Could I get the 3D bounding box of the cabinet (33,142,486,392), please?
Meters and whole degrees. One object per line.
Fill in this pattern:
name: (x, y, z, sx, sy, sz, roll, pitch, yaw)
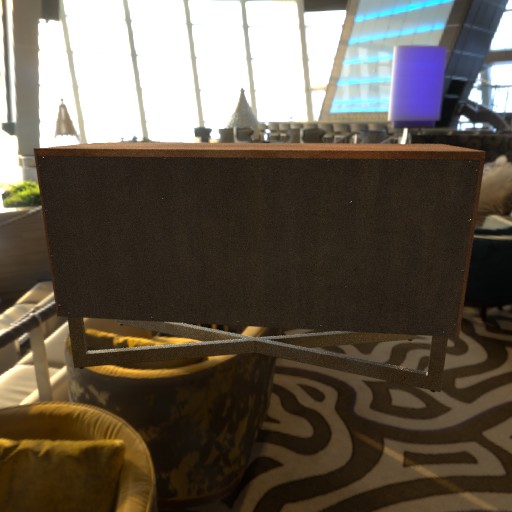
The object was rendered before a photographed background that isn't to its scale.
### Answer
cabinet: (0.000, 0.000, 1.680, 1.373, 0.812, 0.480, 2, 17, 6)
